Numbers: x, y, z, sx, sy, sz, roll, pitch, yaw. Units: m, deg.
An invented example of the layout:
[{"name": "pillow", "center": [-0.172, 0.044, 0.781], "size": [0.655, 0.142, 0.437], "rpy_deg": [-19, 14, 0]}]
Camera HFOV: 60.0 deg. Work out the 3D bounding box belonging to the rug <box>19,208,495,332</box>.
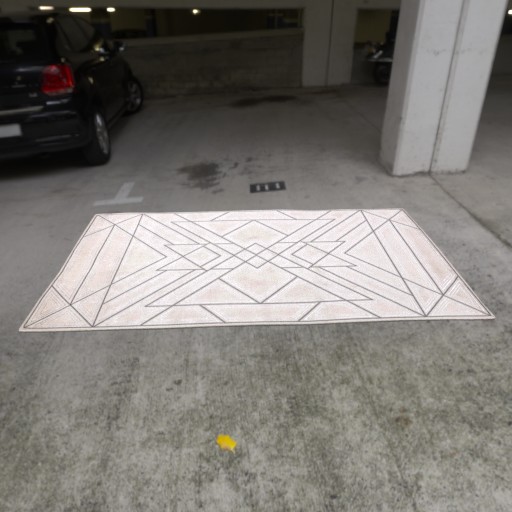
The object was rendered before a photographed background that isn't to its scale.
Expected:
[{"name": "rug", "center": [0.000, 0.000, 1.023], "size": [0.869, 0.008, 0.511], "rpy_deg": [-1, 30, -2]}]
